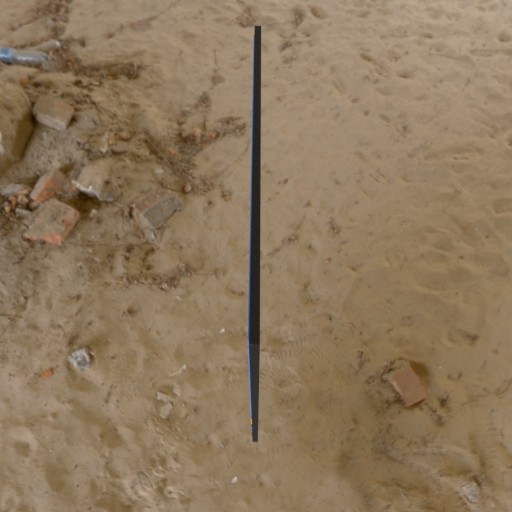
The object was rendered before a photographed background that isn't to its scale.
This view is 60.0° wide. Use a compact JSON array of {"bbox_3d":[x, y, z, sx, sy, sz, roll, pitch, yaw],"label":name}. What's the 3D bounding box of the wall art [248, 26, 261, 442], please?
[{"bbox_3d":[0.000,0.000,0.985,0.015,0.663,0.664,0,58,0],"label":"wall art"}]
